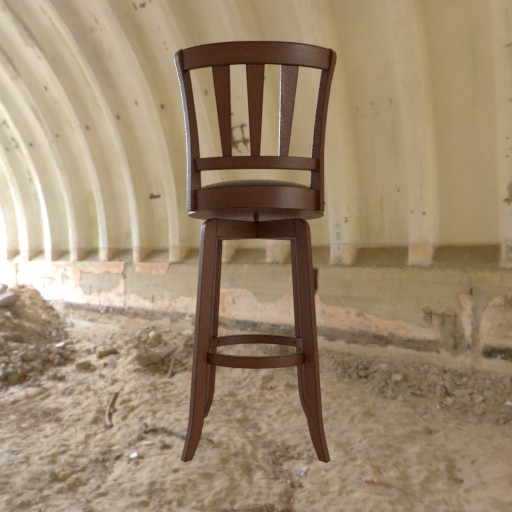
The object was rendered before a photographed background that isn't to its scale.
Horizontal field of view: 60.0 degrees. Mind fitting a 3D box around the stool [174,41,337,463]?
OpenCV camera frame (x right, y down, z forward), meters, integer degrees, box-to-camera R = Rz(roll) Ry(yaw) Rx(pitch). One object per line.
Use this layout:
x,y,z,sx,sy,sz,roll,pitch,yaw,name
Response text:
0.000,0.000,1.426,0.464,1.177,0.503,0,-1,1,stool
